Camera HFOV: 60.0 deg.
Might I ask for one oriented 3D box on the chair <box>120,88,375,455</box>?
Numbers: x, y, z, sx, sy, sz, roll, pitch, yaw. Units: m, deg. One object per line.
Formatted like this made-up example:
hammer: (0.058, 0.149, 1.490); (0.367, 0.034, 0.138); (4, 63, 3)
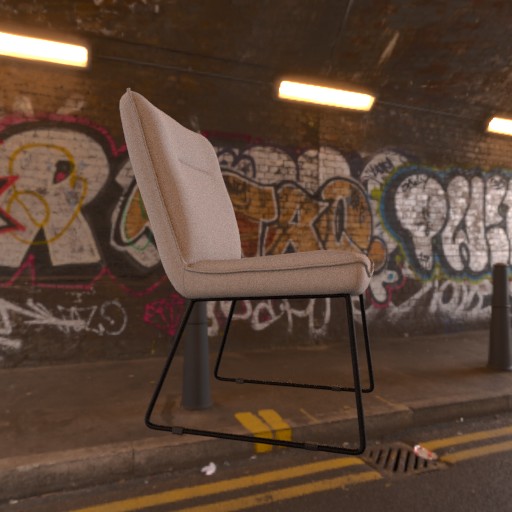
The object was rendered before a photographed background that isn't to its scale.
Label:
chair: (0.000, 0.000, 1.358); (0.688, 0.930, 0.515); (0, 0, 17)
